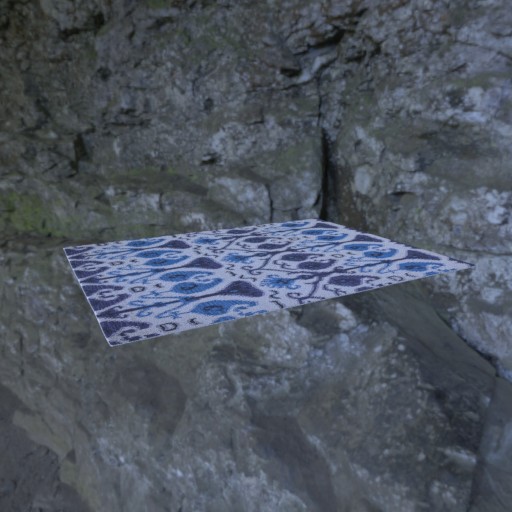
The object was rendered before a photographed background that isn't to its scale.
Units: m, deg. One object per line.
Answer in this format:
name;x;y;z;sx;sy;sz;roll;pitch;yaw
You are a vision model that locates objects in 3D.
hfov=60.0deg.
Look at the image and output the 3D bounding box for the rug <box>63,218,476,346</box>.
rug;0.000;0.000;4.295;3.228;0.024;2.443;-9;18;-27
